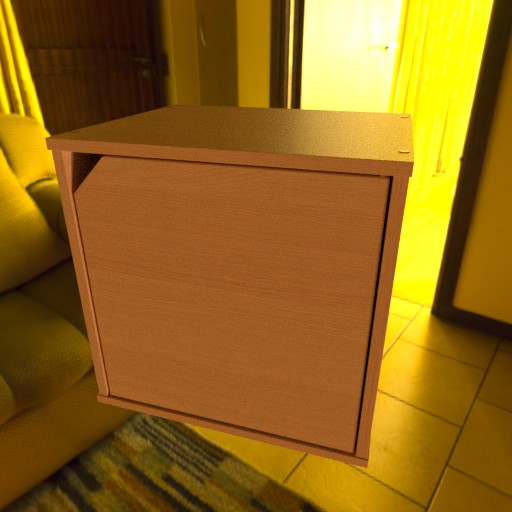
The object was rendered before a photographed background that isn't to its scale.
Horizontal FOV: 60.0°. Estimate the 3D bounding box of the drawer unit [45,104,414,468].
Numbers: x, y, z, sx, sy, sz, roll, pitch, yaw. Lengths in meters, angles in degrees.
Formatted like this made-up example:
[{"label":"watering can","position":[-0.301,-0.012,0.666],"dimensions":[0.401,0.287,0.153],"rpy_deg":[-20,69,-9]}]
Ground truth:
[{"label":"drawer unit","position":[0.000,0.000,0.592],"dimensions":[0.349,0.344,0.290],"rpy_deg":[8,26,15]}]
